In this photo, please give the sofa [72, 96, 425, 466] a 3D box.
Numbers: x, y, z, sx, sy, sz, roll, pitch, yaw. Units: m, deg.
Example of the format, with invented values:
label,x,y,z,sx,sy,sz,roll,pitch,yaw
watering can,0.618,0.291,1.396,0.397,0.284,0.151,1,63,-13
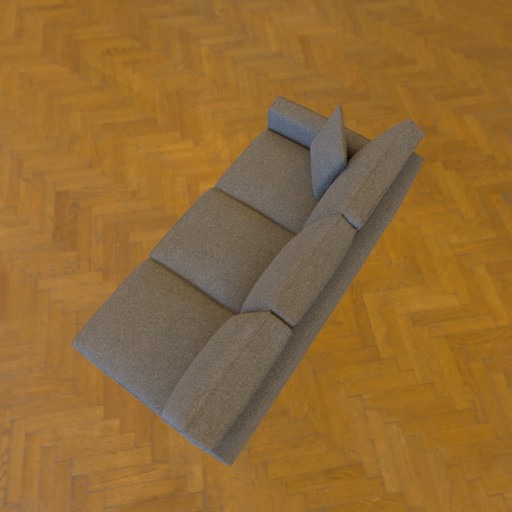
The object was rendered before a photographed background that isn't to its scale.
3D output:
label,x,y,z,sx,sy,sz,roll,pitch,yaw
sofa,0.000,0.000,2.521,1.034,0.946,1.963,32,67,15
